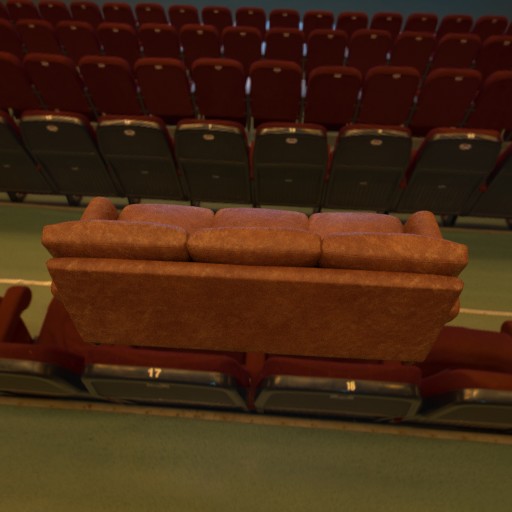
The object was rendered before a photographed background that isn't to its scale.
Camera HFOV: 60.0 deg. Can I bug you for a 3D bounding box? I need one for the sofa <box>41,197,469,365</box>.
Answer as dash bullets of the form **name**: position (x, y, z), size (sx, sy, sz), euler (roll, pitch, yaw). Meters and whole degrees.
- **sofa**: position (0.000, 0.000, 2.830), size (2.351, 0.977, 0.973), euler (3, 46, 3)
